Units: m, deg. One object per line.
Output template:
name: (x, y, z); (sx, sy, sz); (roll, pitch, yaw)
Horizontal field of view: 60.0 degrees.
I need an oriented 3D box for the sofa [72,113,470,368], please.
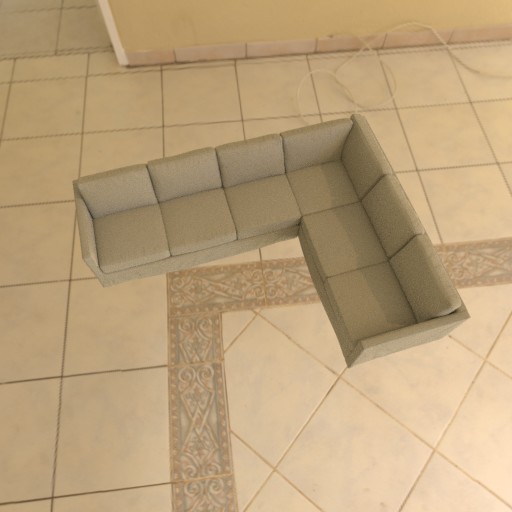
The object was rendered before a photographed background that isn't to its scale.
sofa: (0.000, 0.000, 4.365); (3.182, 0.871, 2.432); (-15, 65, -7)
